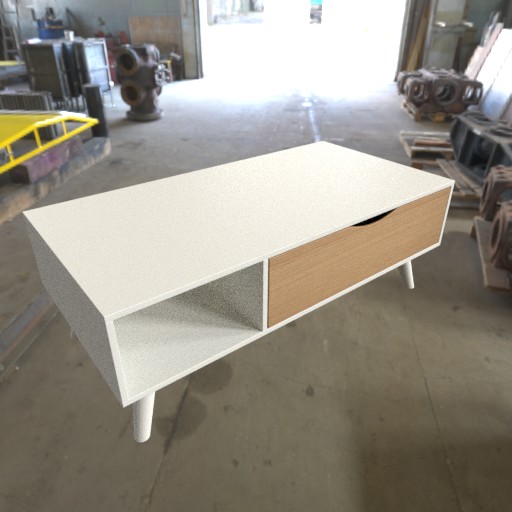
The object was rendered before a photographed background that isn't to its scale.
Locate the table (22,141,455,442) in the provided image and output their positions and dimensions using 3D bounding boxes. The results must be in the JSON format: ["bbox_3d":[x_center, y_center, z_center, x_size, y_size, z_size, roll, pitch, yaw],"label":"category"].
[{"bbox_3d":[0.000,0.000,1.463,1.194,0.432,0.609,-21,36,-32],"label":"table"}]
